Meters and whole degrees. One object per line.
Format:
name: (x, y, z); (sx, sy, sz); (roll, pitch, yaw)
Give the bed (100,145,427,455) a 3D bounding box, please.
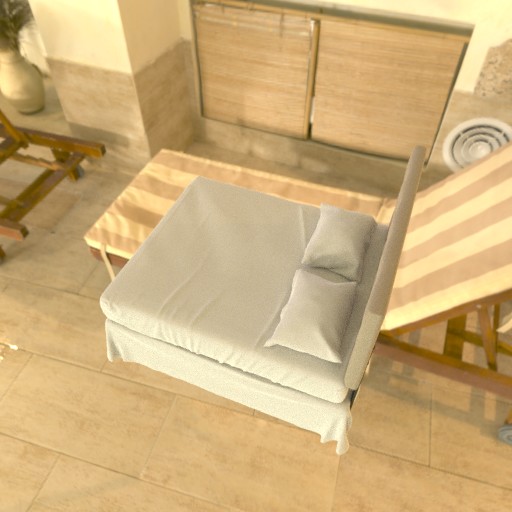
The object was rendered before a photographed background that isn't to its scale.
bed: (0.000, 0.000, 3.568); (2.222, 1.577, 1.936); (17, 50, 15)
